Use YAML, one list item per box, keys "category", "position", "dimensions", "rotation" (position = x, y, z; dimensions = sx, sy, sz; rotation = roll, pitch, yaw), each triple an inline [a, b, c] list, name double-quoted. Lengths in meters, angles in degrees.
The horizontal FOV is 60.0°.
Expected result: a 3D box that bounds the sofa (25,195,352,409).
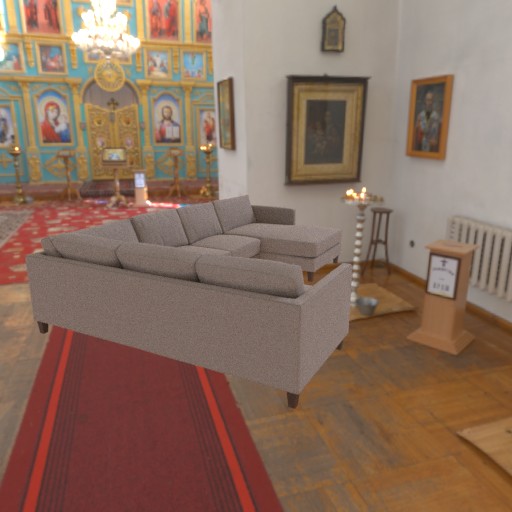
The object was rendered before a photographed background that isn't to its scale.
- category: "sofa"
  position: [0.000, 0.000, 4.544]
  dimensions: [2.424, 0.865, 3.438]
  rotation: [8, 16, 27]
